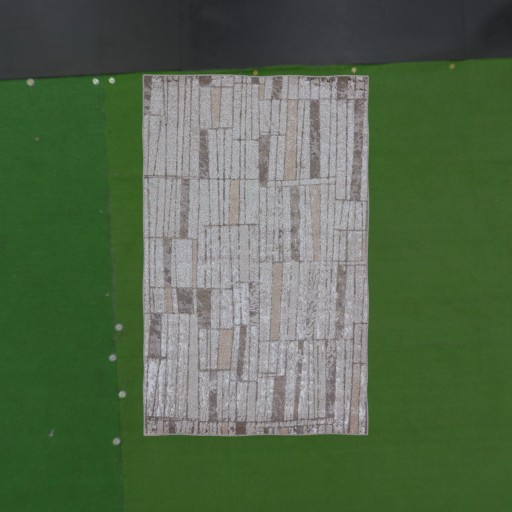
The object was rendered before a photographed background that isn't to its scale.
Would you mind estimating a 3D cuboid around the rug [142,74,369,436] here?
[{"bbox_3d":[0.000,0.000,3.001,1.531,0.023,2.444,0,91,-1],"label":"rug"}]
